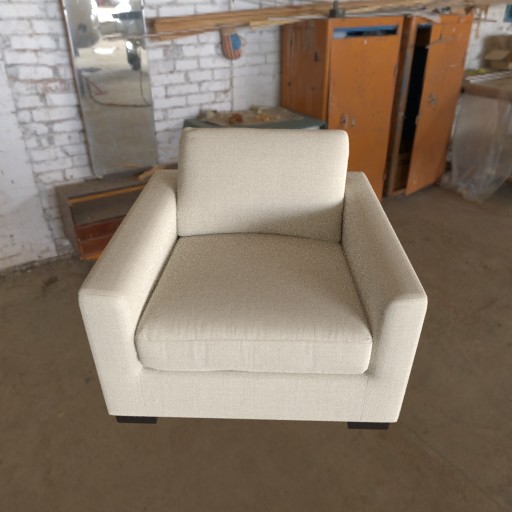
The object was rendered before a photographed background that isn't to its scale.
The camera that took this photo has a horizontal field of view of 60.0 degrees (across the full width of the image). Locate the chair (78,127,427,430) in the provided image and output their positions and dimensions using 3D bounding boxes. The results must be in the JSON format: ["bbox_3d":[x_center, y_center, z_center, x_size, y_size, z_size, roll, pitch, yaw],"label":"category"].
[{"bbox_3d":[0.000,0.000,1.867,1.070,0.876,1.100,1,30,2],"label":"chair"}]
